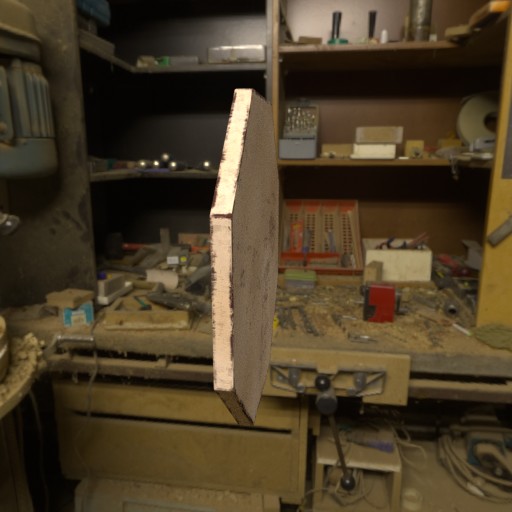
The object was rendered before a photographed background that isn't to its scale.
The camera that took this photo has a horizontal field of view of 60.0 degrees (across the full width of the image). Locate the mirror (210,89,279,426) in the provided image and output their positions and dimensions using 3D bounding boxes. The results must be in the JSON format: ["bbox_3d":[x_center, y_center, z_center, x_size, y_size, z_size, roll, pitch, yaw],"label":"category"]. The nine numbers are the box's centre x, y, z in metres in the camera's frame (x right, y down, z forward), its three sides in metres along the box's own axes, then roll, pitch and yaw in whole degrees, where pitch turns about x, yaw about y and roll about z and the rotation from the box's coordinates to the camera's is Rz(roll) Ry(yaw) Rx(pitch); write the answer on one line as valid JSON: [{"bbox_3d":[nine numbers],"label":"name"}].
[{"bbox_3d":[0.000,0.000,0.956,0.031,0.648,0.648,2,14,8],"label":"mirror"}]
